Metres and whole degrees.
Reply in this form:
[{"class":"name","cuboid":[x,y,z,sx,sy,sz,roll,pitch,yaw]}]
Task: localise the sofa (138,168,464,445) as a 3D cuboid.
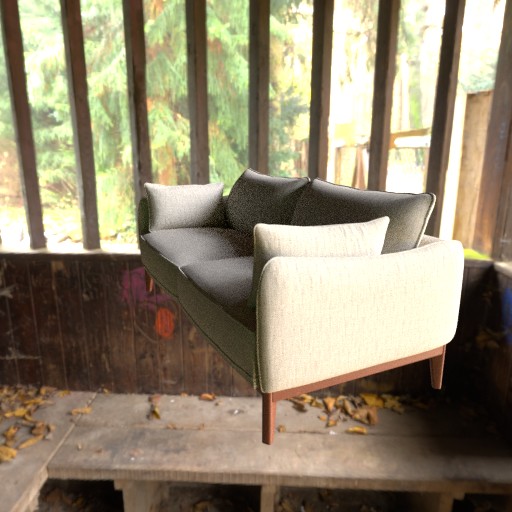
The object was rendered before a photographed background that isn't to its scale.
[{"class":"sofa","cuboid":[0.000,0.000,2.484,0.991,0.860,1.989,-7,16,-25]}]
